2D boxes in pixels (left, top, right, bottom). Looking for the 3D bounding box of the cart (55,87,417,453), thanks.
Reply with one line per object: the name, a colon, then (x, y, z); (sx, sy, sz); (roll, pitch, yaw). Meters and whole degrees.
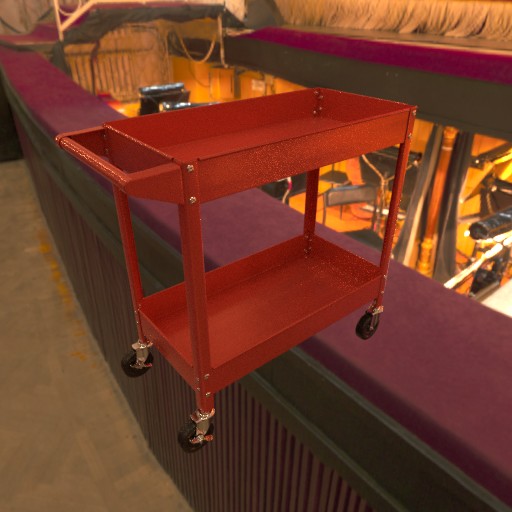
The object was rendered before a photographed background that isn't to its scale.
cart: (0.000, 0.000, 1.171); (0.779, 0.719, 0.366); (-22, 37, -33)
